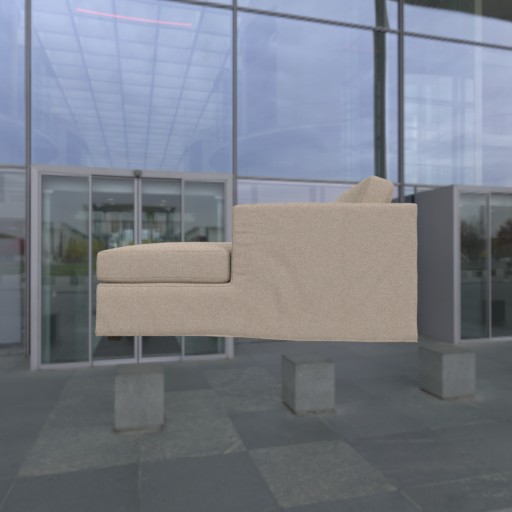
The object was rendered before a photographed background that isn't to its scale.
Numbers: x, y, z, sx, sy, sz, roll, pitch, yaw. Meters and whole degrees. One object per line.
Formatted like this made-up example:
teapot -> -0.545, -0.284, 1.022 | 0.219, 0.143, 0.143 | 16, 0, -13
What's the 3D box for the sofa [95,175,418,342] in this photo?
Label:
sofa -> 0.000, 0.000, 3.769 | 1.622, 0.867, 3.177 | 0, 0, 0
